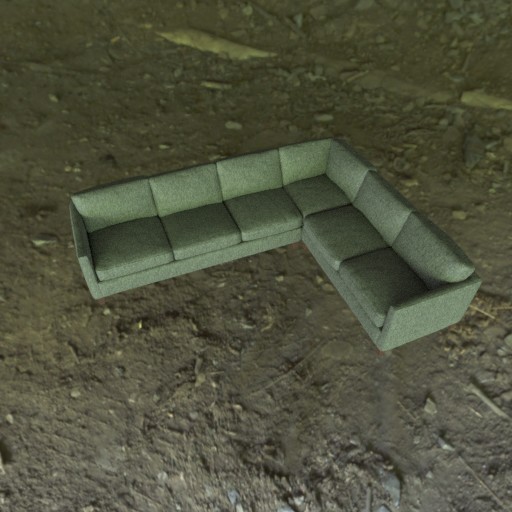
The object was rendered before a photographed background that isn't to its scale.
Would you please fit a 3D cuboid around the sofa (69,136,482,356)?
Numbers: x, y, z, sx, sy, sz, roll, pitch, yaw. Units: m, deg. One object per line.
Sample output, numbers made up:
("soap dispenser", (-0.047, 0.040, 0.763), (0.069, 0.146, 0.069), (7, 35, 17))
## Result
("sofa", (0.000, 0.000, 4.449), (3.302, 0.947, 2.593), (-16, 47, -15))
